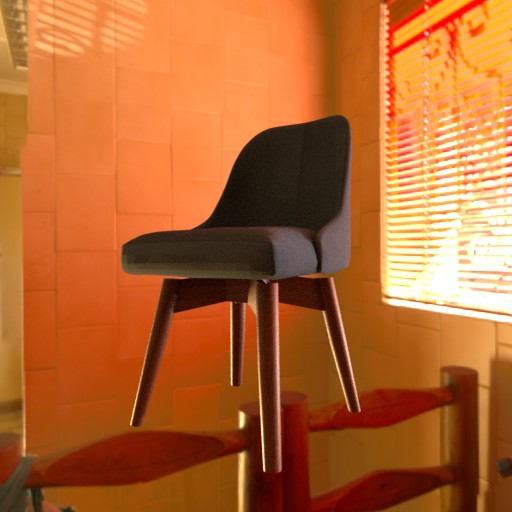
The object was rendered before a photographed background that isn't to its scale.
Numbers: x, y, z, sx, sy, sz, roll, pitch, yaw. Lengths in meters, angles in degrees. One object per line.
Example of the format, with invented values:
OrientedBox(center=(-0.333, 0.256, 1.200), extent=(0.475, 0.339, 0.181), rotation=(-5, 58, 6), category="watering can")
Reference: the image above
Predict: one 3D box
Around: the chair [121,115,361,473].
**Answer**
OrientedBox(center=(0.000, 0.000, 1.235), extent=(0.503, 0.882, 0.589), rotation=(0, 0, 35), category="chair")
